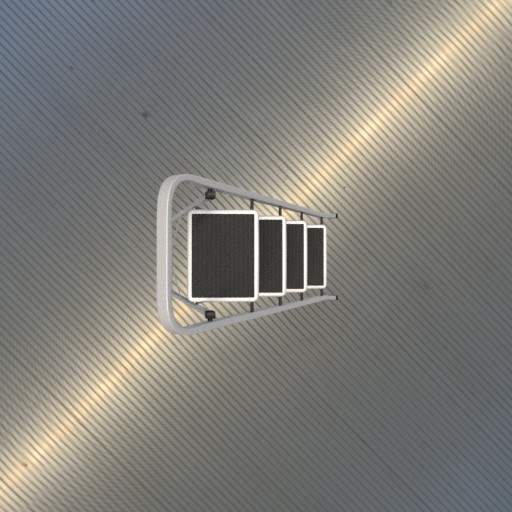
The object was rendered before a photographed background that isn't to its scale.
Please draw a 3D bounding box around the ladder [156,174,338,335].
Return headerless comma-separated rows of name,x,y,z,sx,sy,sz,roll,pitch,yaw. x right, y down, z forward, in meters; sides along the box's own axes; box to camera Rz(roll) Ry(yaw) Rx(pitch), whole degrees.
ladder,0.000,0.000,1.702,0.914,1.265,0.460,0,90,-2
